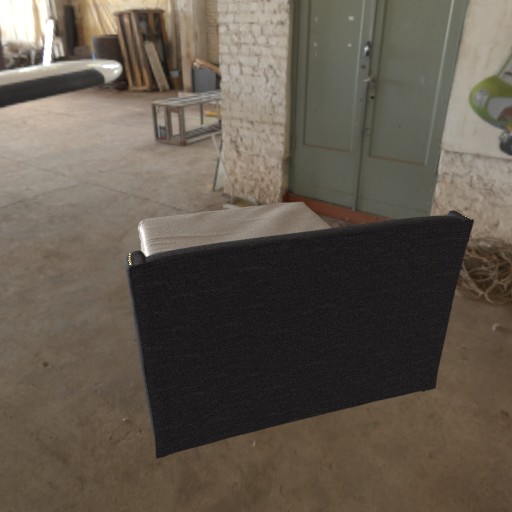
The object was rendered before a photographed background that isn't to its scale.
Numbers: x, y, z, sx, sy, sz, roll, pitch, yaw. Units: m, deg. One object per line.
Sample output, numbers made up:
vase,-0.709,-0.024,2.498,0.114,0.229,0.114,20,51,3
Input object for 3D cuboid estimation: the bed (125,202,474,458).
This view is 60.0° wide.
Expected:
bed,0.000,0.000,3.495,1.925,1.332,2.276,-8,28,-15
